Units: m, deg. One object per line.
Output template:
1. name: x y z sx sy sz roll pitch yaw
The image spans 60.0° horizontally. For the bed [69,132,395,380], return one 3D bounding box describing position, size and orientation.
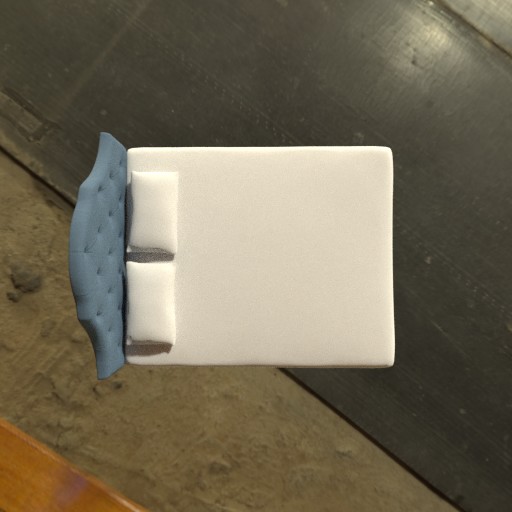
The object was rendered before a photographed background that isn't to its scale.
1. bed: 0.000 0.000 3.735 2.477 1.617 2.039 0 88 1
